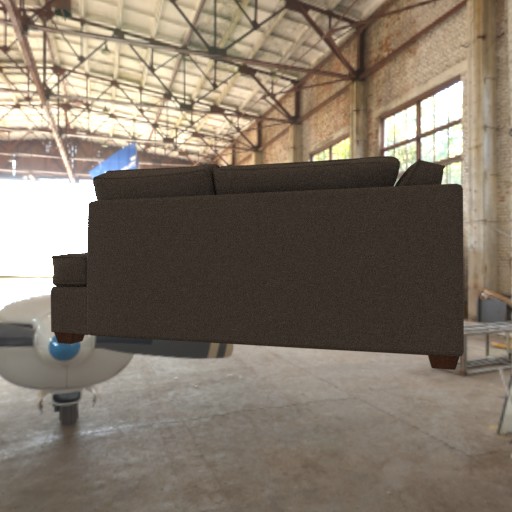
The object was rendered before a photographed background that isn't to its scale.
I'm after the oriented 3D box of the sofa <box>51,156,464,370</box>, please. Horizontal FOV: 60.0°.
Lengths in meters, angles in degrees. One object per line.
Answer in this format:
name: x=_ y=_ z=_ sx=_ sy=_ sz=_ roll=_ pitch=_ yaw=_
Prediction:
sofa: x=0.000 y=0.000 z=2.781 sx=2.237 sy=1.033 sz=1.110 roll=0 pitch=-1 yaw=17
